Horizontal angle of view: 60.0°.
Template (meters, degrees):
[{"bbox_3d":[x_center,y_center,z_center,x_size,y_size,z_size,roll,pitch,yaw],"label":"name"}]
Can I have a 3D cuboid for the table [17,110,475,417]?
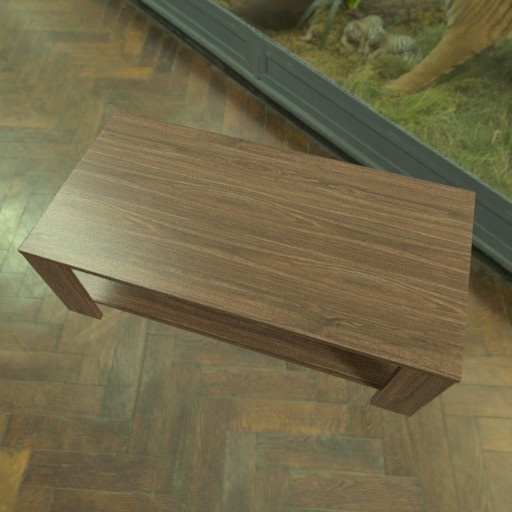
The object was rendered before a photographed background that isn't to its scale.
[{"bbox_3d":[0.000,0.000,1.454,1.200,0.400,0.600,15,59,9],"label":"table"}]
